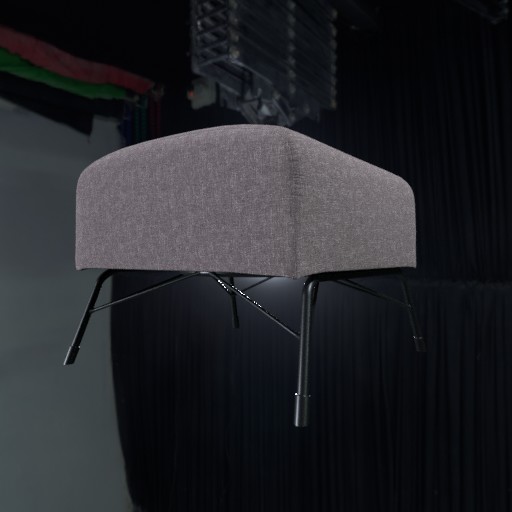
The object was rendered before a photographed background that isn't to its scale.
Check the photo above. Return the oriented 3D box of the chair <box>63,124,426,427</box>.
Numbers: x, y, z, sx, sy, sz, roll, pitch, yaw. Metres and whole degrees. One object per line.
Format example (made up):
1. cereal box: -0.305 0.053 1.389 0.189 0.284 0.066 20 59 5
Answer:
1. chair: 0.000 0.000 0.899 0.530 0.410 0.530 0 0 36
